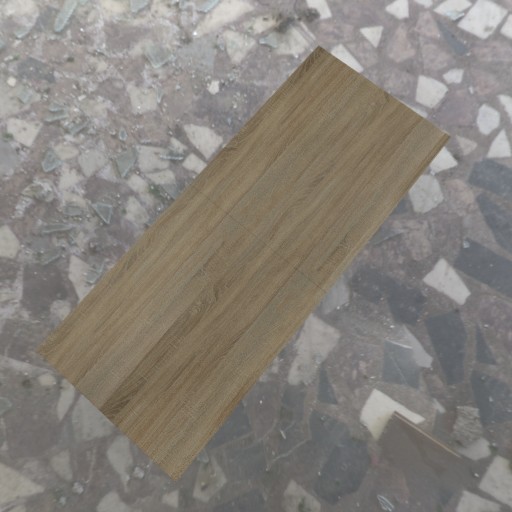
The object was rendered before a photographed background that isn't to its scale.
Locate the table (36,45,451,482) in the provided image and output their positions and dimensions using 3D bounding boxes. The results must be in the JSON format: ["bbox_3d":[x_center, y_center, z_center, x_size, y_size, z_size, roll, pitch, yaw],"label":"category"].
[{"bbox_3d":[0.000,0.000,2.624,0.900,0.790,2.200,39,79,9],"label":"table"}]
